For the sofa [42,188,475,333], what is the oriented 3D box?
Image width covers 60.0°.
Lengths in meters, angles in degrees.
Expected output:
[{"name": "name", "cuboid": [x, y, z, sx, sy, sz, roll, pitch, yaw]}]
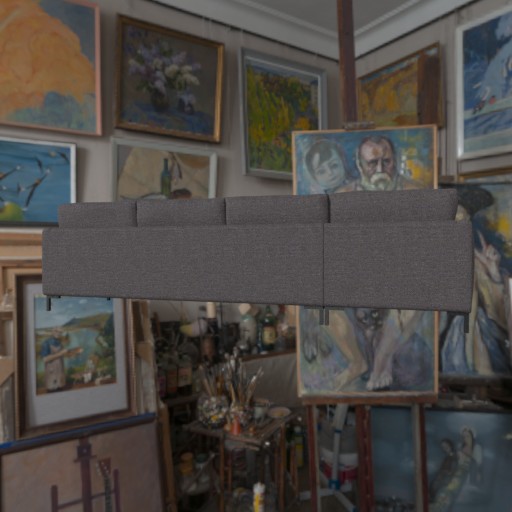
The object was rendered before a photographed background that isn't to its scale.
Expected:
[{"name": "sofa", "cuboid": [0.000, 0.000, 3.199, 2.731, 0.754, 1.258, 0, 1, 18]}]
